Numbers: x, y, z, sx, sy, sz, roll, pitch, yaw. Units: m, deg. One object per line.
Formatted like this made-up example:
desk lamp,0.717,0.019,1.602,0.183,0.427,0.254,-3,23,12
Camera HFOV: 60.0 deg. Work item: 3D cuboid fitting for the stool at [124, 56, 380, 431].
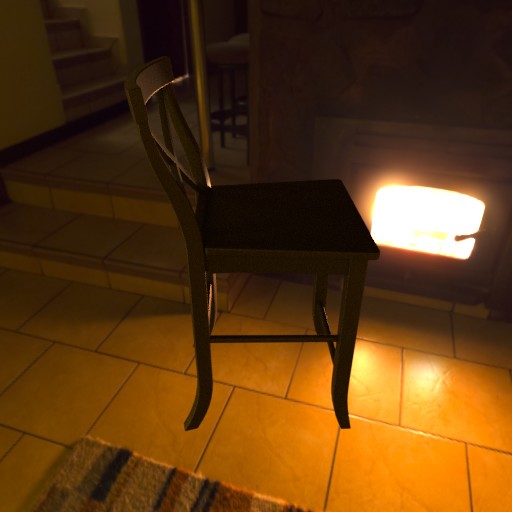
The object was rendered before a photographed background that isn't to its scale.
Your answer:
stool,0.000,0.000,1.256,0.559,0.989,0.452,-1,31,-2
